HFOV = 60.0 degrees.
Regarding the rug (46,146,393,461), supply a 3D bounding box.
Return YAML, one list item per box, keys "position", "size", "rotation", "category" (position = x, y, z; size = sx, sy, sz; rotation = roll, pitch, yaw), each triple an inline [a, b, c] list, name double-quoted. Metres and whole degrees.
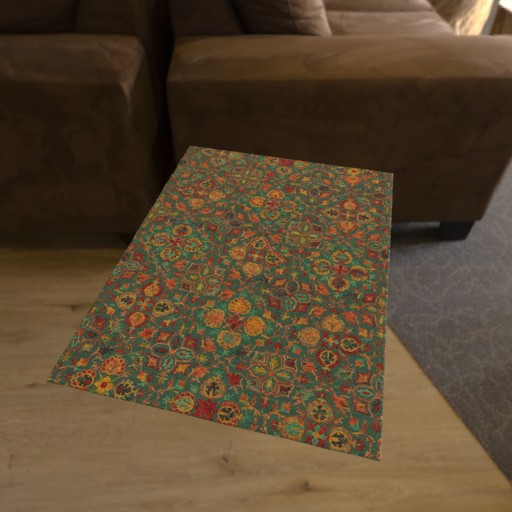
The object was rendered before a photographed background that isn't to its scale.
- position: [0.000, 0.000, 4.147]
  size: [2.434, 0.025, 3.204]
  rotation: [10, 48, 9]
  category: "rug"
